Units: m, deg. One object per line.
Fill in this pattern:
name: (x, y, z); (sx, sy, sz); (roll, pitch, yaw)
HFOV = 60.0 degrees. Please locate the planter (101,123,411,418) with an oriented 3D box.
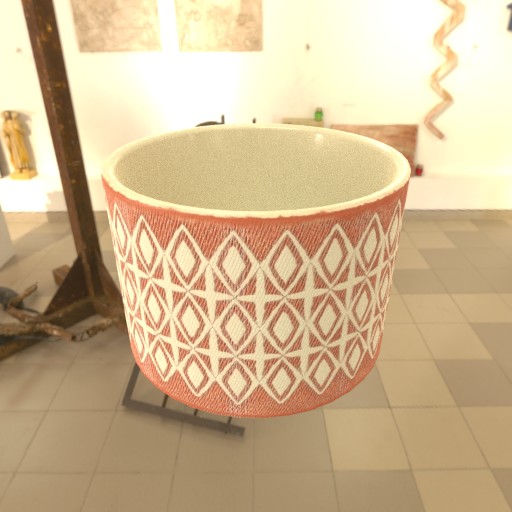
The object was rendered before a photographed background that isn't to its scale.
planter: (0.000, 0.000, 0.322); (0.192, 0.148, 0.192); (0, 29, 0)
